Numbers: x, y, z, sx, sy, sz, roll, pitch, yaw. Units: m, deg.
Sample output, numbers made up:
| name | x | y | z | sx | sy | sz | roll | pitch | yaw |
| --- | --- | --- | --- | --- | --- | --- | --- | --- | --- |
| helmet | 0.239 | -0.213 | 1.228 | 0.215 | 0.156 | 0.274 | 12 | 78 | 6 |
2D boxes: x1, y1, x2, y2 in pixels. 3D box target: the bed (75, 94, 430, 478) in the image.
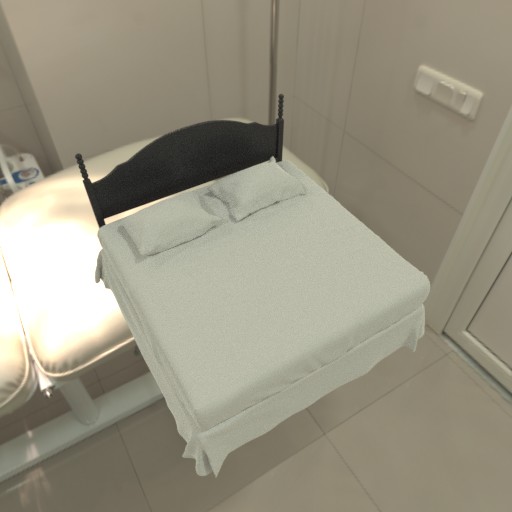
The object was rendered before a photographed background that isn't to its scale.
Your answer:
| name | x | y | z | sx | sy | sz | roll | pitch | yaw |
| --- | --- | --- | --- | --- | --- | --- | --- | --- | --- |
| bed | 0.000 | 0.000 | 3.562 | 2.322 | 1.355 | 2.219 | -24 | 51 | -21 |
